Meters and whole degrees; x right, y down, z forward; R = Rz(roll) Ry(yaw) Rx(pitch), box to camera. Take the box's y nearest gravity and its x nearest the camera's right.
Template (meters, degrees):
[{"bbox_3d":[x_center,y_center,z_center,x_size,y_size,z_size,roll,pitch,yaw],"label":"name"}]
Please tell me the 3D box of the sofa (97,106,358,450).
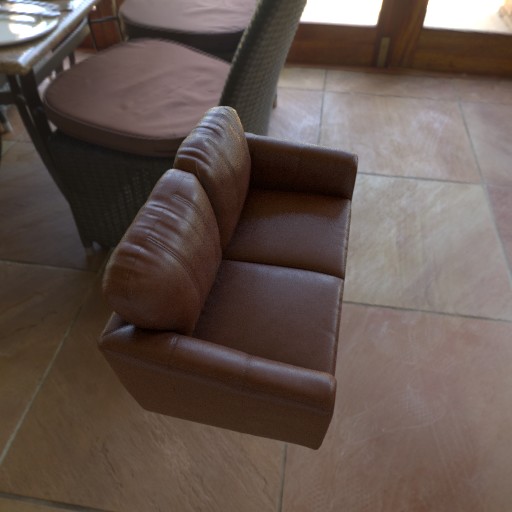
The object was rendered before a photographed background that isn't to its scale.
[{"bbox_3d":[0.000,0.000,1.961,0.805,0.906,1.406,9,48,8],"label":"sofa"}]
